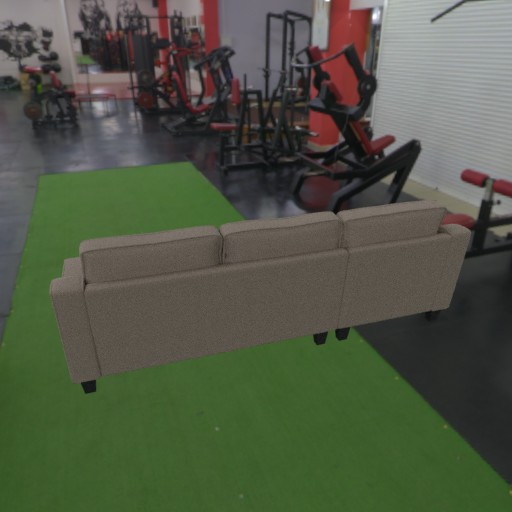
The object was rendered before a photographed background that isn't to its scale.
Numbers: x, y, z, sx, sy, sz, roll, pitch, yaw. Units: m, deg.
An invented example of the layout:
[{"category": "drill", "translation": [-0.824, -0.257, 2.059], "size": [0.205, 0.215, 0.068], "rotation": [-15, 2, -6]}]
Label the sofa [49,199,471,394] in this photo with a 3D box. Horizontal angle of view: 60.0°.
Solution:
[{"category": "sofa", "translation": [0.000, 0.000, 3.203], "size": [2.561, 0.928, 1.294], "rotation": [-8, 27, -16]}]
